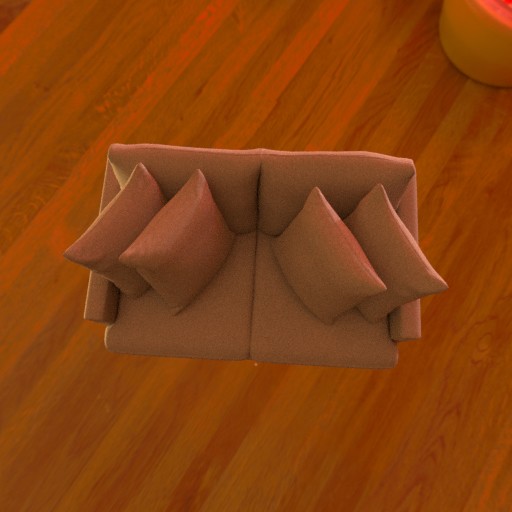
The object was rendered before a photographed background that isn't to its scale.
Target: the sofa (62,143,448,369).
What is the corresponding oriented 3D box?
[{"bbox_3d":[0.000,0.000,2.637,1.869,1.080,1.228,3,76,1],"label":"sofa"}]
